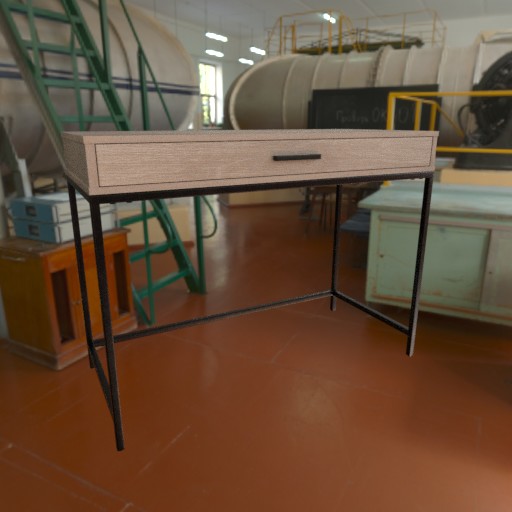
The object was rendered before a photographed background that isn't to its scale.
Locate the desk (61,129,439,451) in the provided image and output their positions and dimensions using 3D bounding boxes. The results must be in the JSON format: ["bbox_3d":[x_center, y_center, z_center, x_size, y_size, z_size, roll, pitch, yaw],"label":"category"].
[{"bbox_3d":[0.000,0.000,1.408,1.016,0.762,0.470,-9,19,-27],"label":"desk"}]
